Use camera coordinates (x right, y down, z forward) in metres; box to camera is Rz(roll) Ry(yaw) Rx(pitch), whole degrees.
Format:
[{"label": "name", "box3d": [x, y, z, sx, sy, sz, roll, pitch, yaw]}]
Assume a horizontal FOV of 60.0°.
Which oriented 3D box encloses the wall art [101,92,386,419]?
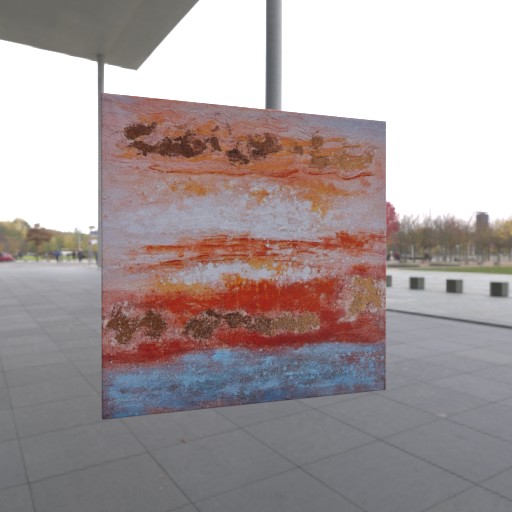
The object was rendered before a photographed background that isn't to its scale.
[{"label": "wall art", "box3d": [0.000, 0.000, 1.134, 0.747, 0.747, 0.035, 0, 0, -17]}]
